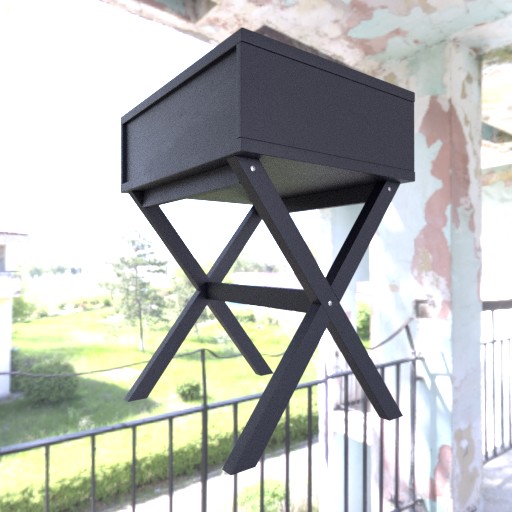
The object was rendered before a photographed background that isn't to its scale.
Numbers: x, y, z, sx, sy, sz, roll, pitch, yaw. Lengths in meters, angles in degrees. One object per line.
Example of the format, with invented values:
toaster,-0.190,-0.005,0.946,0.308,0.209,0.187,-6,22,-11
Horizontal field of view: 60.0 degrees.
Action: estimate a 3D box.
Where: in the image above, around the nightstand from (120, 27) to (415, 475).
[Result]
nightstand,0.000,0.000,0.916,0.402,0.623,0.479,0,-1,-36
